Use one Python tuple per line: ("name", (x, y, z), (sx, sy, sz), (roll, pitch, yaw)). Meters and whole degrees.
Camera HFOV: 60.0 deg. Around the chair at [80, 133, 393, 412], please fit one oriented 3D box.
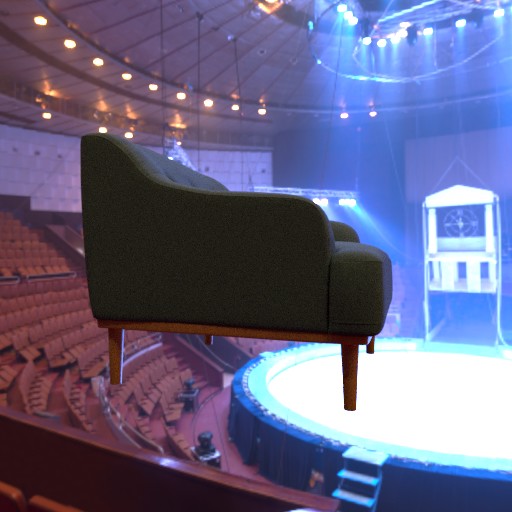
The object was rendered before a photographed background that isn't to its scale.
("chair", (0.000, 0.000, 1.643), (0.951, 0.818, 0.946), (0, -1, 18))
